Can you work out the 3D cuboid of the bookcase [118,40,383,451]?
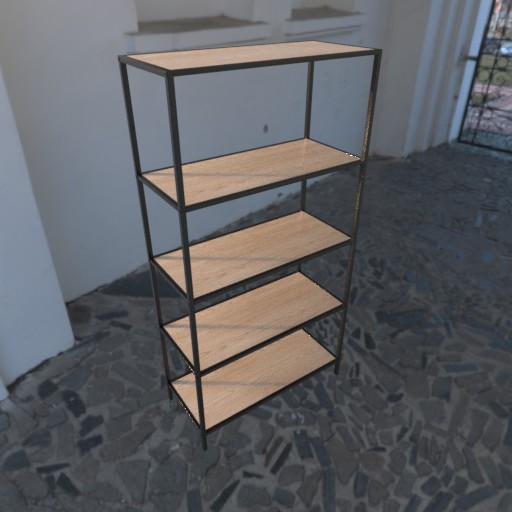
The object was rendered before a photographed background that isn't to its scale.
[{"bbox_3d":[0.000,0.000,1.783,0.770,1.500,0.350,-20,37,-29],"label":"bookcase"}]
